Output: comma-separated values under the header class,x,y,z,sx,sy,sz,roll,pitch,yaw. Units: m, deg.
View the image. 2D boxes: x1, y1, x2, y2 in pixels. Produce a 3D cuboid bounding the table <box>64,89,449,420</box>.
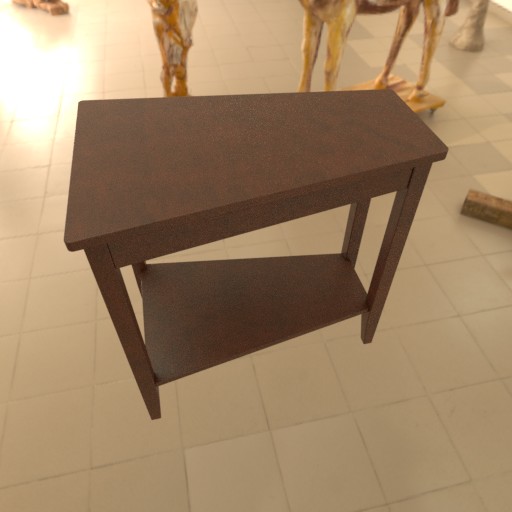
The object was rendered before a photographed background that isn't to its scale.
class,x,y,z,sx,sy,sz,roll,pitch,yaw
table,0.000,0.000,0.969,0.605,0.589,0.399,-9,47,-9
